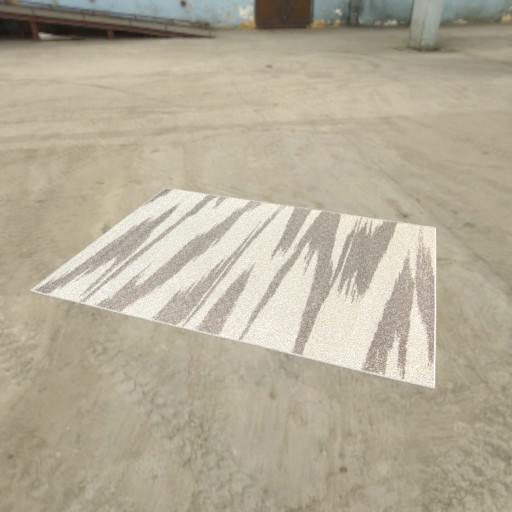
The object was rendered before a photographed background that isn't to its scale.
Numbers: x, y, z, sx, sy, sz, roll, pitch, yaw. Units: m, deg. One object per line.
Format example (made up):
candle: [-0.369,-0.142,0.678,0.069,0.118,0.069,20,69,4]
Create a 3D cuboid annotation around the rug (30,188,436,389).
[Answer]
rug: [0.000,0.000,2.783,2.142,0.010,1.533,10,33,16]
